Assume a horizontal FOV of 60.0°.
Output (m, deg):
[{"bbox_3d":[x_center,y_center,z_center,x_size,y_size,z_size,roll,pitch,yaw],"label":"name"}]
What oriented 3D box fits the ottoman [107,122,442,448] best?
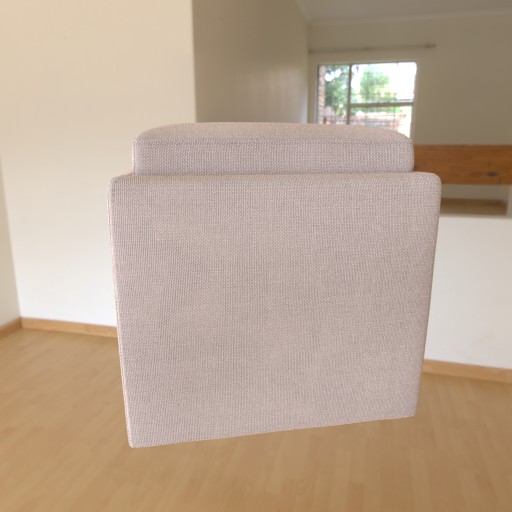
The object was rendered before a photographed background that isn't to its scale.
[{"bbox_3d":[0.000,0.000,0.804,0.450,0.460,0.451,-3,14,-10],"label":"ottoman"}]
